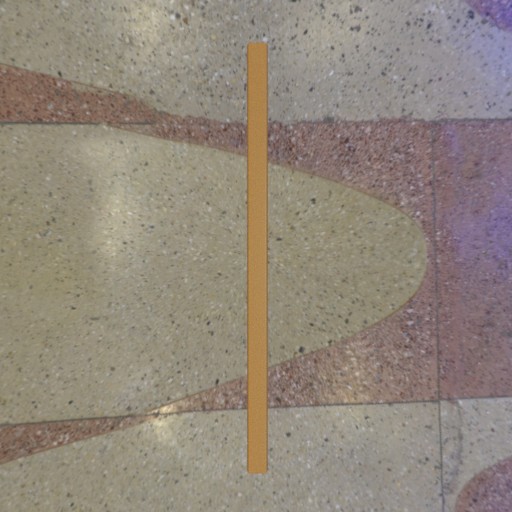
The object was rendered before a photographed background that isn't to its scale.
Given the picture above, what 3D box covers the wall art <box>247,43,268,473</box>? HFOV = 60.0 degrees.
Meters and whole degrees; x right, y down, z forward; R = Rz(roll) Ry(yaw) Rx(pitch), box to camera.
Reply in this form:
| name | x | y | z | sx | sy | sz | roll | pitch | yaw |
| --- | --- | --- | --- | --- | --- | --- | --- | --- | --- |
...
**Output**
| name | x | y | z | sx | sy | sz | roll | pitch | yaw |
| --- | --- | --- | --- | --- | --- | --- | --- | --- | --- |
| wall art | 0.000 | 0.000 | 0.741 | 0.022 | 0.553 | 0.452 | 0 | 91 | 0 |
